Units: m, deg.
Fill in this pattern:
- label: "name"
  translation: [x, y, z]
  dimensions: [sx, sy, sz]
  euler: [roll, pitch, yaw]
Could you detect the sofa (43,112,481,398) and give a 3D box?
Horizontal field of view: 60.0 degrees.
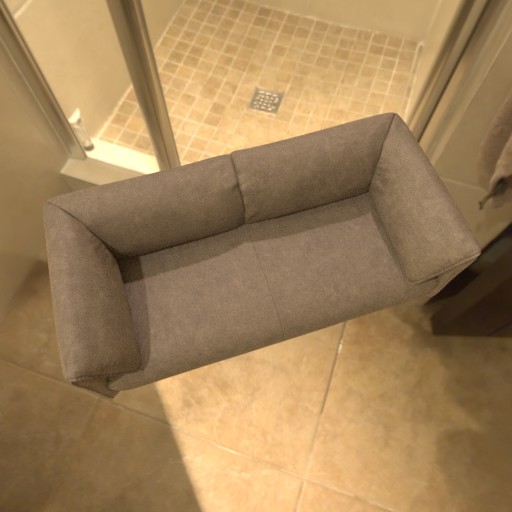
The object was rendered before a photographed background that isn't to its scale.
- label: "sofa"
  translation: [0.000, 0.000, 2.313]
  dimensions: [1.878, 0.747, 0.905]
  euler: [-16, 65, -8]
